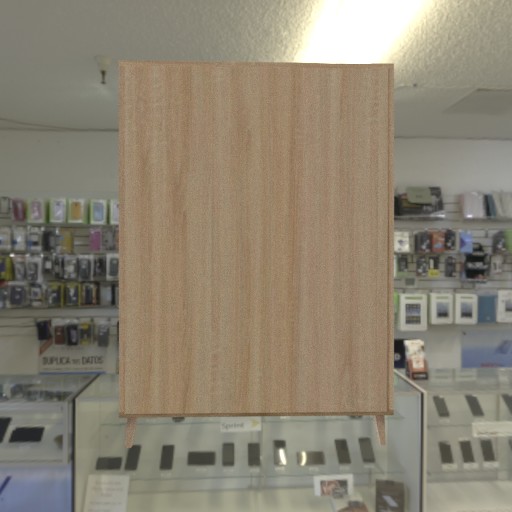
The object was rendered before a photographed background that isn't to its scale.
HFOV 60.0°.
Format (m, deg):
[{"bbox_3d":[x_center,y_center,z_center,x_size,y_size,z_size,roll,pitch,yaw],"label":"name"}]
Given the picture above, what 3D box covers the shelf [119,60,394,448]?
[{"bbox_3d":[0.000,0.000,1.818,0.995,1.405,0.434,0,0,-1],"label":"shelf"}]
